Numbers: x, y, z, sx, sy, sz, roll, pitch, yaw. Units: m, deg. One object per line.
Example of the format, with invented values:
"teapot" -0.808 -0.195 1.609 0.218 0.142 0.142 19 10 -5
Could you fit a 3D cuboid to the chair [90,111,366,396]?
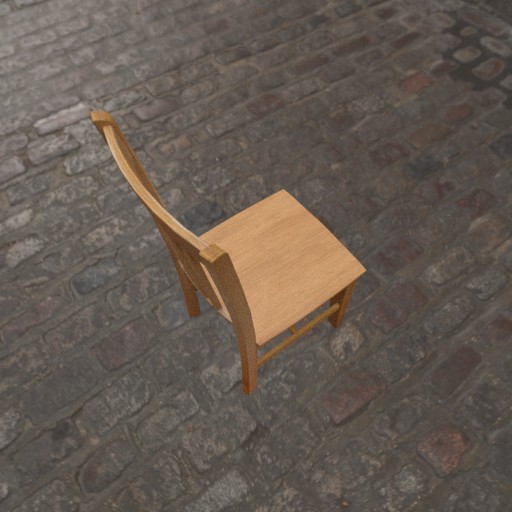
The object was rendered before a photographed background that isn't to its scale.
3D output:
"chair" 0.000 0.000 1.307 0.556 0.998 0.450 -32 63 -19
